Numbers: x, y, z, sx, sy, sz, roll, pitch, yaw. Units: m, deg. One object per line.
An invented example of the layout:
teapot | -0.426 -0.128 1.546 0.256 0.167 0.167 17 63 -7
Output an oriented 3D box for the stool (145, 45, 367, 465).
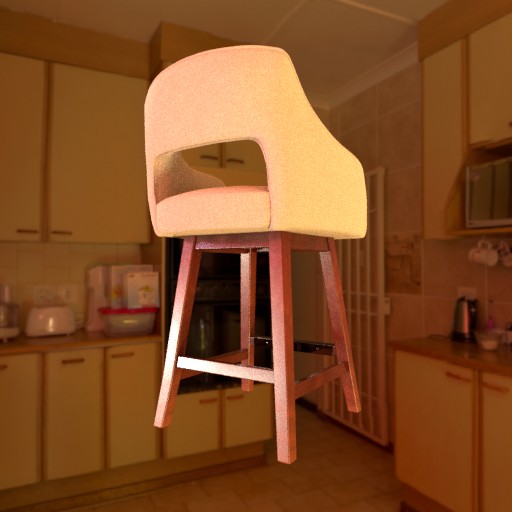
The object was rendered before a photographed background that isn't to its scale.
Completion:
stool | 0.000 0.000 1.254 0.550 0.936 0.560 -1 -2 34
